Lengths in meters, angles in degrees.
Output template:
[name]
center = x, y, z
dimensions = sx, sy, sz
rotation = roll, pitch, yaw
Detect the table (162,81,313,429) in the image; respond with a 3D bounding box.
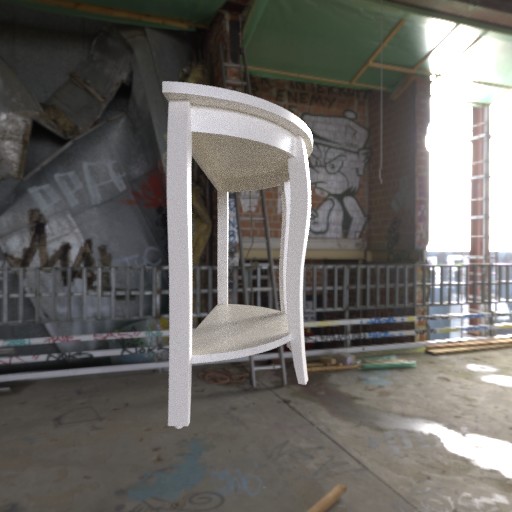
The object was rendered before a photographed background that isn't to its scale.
[table]
center = 0.000, 0.000, 1.586
dimensions = 0.394, 0.780, 1.219
rotation = 0, 0, 1
